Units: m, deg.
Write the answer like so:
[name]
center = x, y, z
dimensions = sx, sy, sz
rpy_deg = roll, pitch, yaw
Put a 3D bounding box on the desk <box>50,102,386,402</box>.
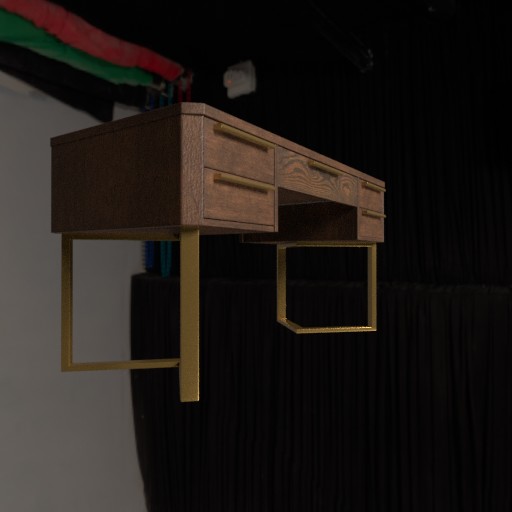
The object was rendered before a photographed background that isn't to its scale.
[desk]
center = 0.000, 0.000, 1.875
dimensions = 0.684, 0.762, 1.479
rpy_deg = 0, 0, 34
